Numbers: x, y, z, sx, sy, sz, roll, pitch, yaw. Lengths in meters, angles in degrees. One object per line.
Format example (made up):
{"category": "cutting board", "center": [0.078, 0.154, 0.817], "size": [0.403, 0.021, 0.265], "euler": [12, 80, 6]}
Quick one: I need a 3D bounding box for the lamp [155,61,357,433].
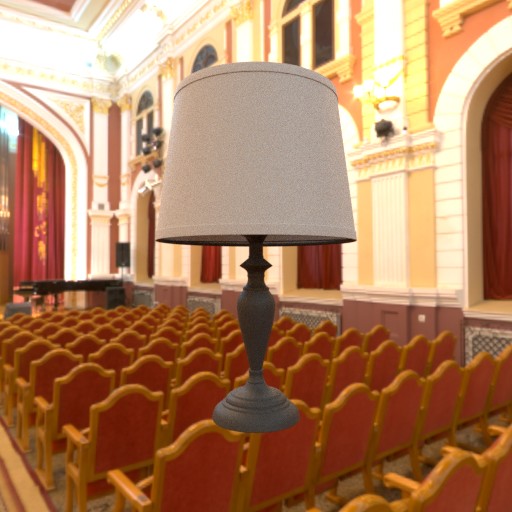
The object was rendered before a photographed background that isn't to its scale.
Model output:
{"category": "lamp", "center": [0.000, 0.000, 0.696], "size": [0.310, 0.501, 0.310], "euler": [0, -2, 0]}
